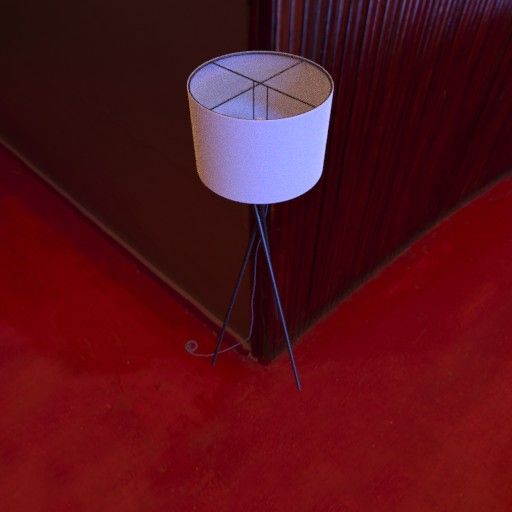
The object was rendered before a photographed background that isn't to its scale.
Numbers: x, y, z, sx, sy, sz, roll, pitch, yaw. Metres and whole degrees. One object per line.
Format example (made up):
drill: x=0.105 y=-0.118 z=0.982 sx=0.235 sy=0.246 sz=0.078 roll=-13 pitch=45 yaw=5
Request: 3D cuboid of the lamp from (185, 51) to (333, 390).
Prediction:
lamp: x=0.000 y=0.000 z=1.938 sx=0.667 sy=1.624 sz=0.522 roll=34 pitch=56 yaw=27
